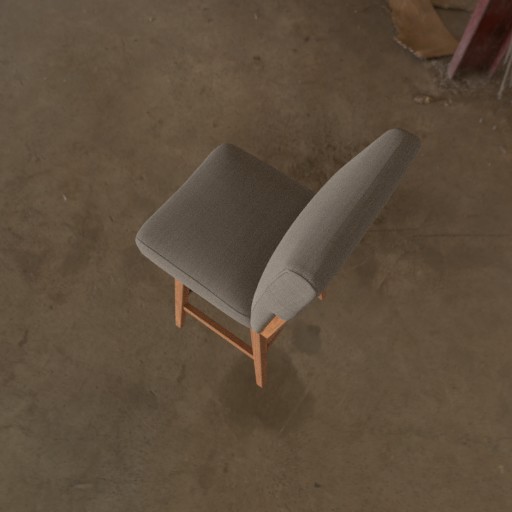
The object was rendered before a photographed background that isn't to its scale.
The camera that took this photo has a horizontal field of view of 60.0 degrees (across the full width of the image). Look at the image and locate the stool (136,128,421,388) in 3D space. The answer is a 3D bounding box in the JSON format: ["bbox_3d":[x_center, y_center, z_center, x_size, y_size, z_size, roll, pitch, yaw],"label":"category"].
[{"bbox_3d":[0.000,0.000,1.396,0.570,1.112,0.483,33,68,15],"label":"stool"}]
